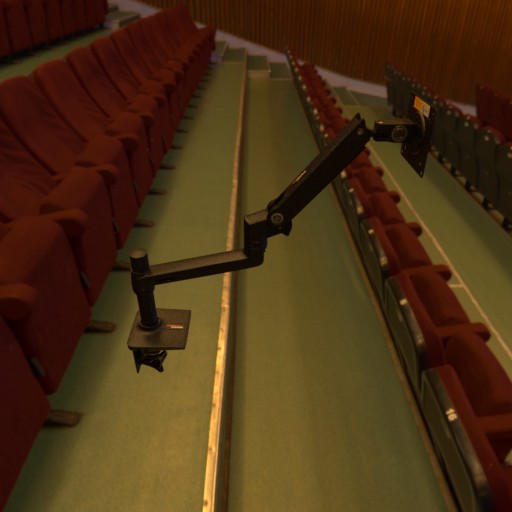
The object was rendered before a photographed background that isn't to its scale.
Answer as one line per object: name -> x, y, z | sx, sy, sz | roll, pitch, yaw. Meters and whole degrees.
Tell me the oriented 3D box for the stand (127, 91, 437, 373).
stand -> 0.000, 0.000, 1.046 | 0.650, 0.713, 0.152 | 0, 32, -1
